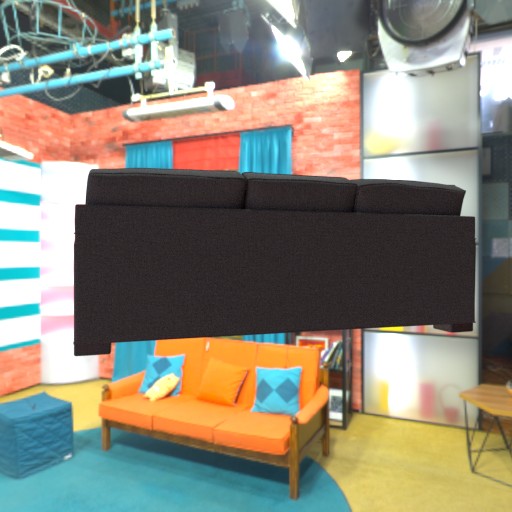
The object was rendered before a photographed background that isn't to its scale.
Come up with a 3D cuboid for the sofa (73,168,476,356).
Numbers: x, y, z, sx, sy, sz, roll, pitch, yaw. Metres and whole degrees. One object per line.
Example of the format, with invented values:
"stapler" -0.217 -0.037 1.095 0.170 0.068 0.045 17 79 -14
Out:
"sofa" 0.000 0.000 3.294 2.370 0.973 1.790 0 0 -17
